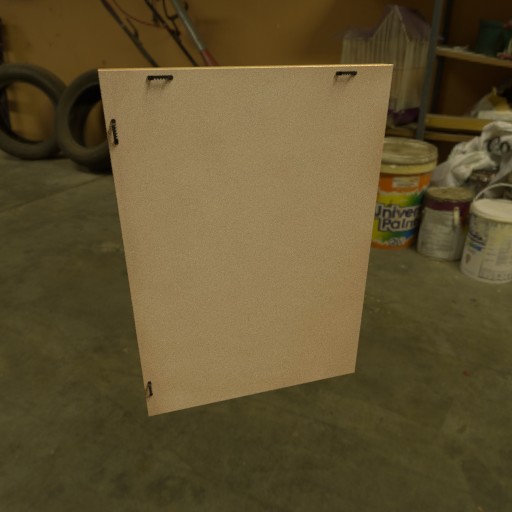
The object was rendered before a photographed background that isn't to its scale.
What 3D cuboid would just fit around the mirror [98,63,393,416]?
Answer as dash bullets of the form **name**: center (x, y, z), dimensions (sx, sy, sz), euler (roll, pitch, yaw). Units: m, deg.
- **mirror**: center (0.000, 0.000, 0.903), dimensions (0.507, 0.710, 0.039), euler (-8, 27, -15)
